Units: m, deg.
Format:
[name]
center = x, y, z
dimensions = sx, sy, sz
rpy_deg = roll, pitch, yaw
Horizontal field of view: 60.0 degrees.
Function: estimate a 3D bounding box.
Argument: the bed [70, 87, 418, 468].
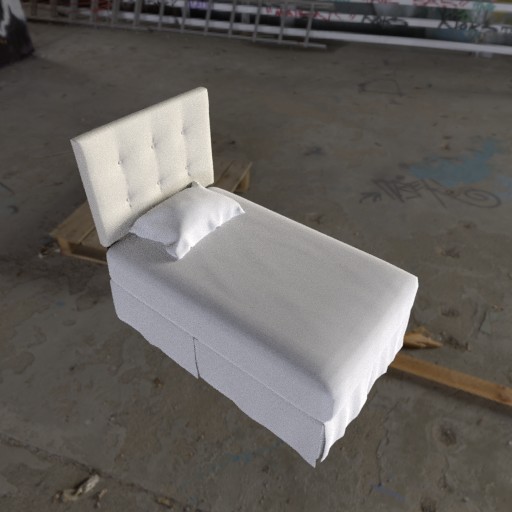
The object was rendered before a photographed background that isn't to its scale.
[bed]
center = 0.000, 0.000, 3.034
dimensions = 1.997, 1.571, 1.261
rpy_deg = 27, 48, 28
